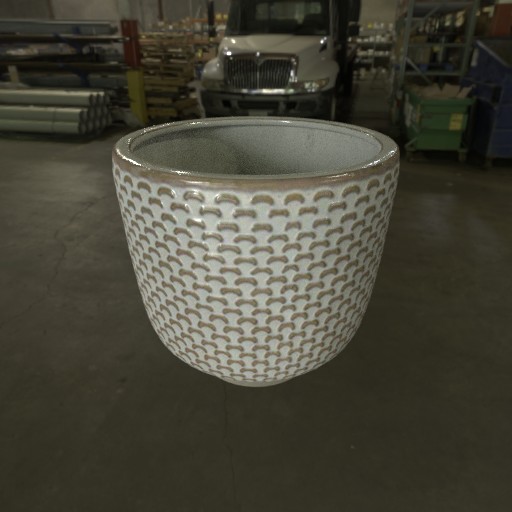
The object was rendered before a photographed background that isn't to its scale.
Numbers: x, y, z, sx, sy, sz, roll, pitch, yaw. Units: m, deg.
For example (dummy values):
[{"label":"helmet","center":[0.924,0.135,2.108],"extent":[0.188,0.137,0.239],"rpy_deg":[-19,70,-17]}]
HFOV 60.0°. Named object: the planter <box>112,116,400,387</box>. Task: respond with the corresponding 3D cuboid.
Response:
[{"label":"planter","center":[0.000,0.000,0.248],"extent":[0.139,0.130,0.139],"rpy_deg":[0,27,0]}]
